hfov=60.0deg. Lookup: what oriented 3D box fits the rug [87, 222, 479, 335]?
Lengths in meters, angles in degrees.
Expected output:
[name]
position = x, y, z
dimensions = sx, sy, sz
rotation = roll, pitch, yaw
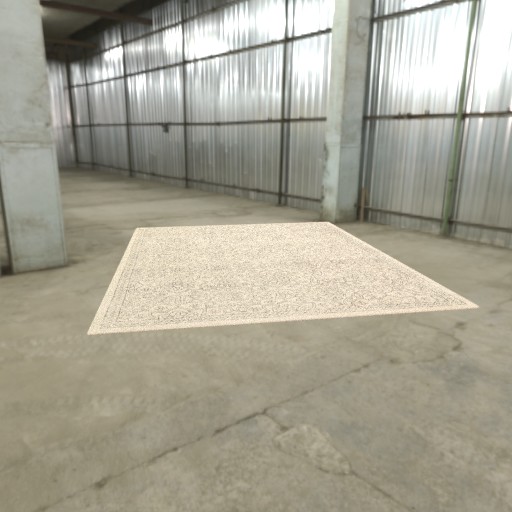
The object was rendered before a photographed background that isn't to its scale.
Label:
[rug]
position = 0.000, 0.000, 4.135
dimensions = 2.441, 0.015, 3.050
rotation = -3, 15, -9
